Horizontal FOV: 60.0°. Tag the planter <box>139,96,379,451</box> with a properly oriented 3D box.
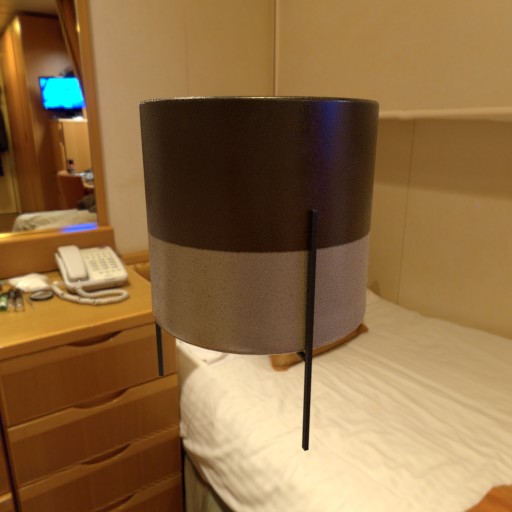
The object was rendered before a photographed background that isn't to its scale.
[{"bbox_3d":[0.000,0.000,0.714,0.354,0.465,0.345,2,16,8],"label":"planter"}]
